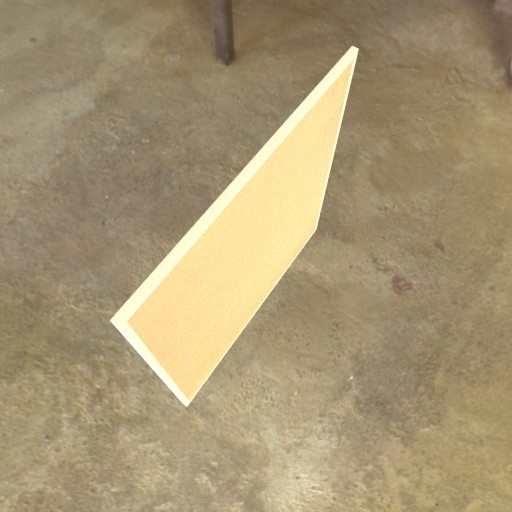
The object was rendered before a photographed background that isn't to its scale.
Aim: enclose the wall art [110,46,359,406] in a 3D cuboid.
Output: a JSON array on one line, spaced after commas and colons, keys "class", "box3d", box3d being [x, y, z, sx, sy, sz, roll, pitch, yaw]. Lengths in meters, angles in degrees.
[{"class": "wall art", "box3d": [0.000, 0.000, 0.846, 0.012, 0.557, 0.557, 31, 67, 15]}]
